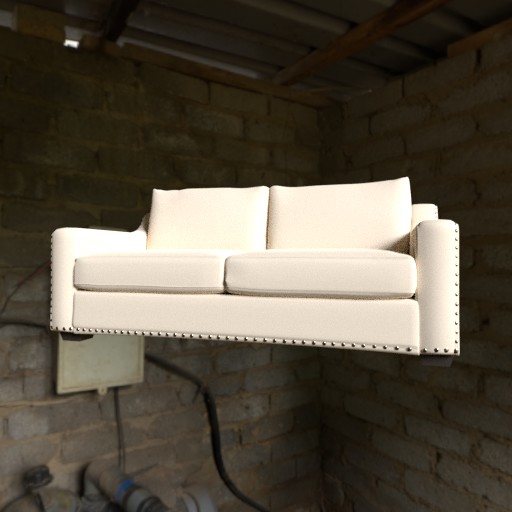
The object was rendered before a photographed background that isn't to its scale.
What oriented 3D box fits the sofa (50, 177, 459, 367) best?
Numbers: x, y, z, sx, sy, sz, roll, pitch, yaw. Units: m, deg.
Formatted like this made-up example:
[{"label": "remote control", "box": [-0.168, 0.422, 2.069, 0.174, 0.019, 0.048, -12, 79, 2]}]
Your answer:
[{"label": "sofa", "box": [0.000, 0.000, 2.286, 1.812, 0.830, 0.949, 0, 0, 17]}]
